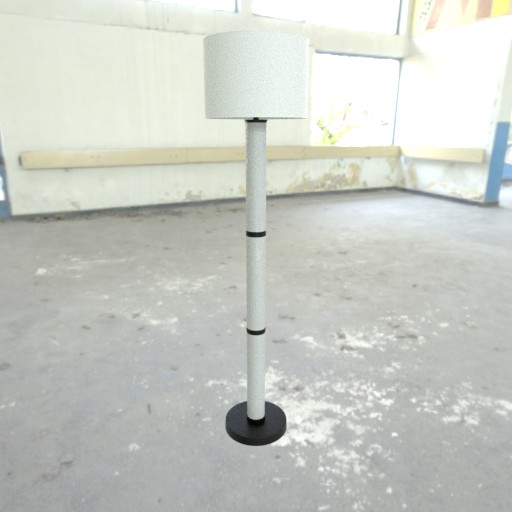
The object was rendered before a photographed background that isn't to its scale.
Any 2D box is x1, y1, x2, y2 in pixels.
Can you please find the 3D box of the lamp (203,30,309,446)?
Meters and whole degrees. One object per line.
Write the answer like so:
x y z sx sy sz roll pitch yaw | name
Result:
0.000 0.000 1.794 0.377 1.599 0.377 -8 18 -25 | lamp
